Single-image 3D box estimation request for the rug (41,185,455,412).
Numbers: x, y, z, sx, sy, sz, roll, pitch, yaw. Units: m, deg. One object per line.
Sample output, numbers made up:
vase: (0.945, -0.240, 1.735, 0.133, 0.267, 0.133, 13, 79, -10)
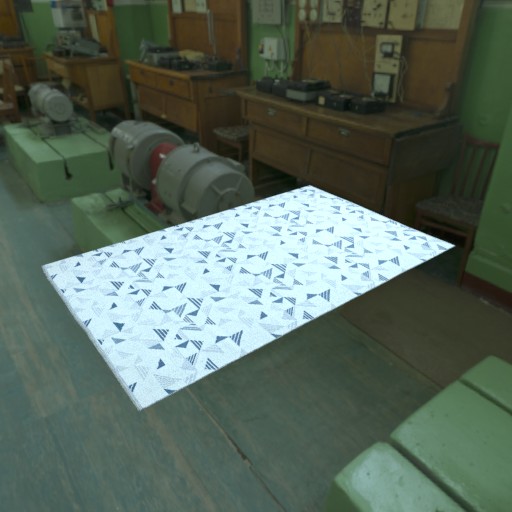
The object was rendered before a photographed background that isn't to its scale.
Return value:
rug: (0.000, 0.000, 3.060, 2.457, 0.009, 1.512, -21, 36, -32)
